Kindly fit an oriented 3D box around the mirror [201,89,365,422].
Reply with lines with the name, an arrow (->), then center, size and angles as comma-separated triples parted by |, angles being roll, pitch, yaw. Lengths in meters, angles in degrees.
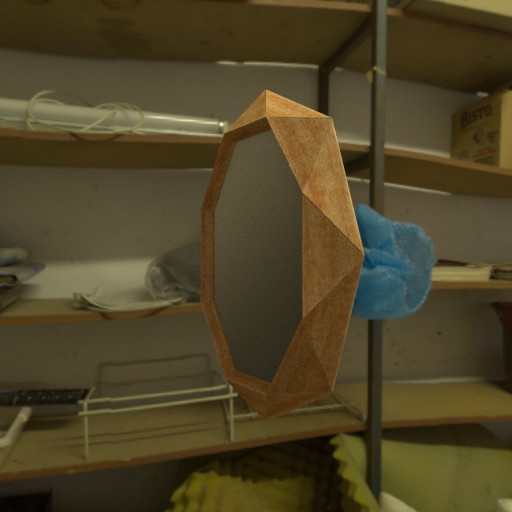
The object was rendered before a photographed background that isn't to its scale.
mirror -> 0.000, 0.000, 1.015 | 0.070, 0.774, 0.577 | 0, 0, -37
